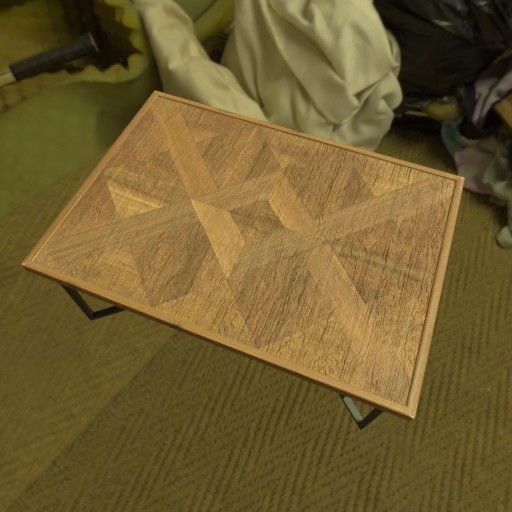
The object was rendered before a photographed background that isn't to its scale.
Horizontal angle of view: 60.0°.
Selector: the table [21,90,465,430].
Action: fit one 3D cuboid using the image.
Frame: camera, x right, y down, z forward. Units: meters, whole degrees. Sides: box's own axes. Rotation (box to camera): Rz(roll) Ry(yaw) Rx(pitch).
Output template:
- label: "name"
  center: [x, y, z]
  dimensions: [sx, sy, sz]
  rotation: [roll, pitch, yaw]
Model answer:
- label: "table"
  center: [0.000, 0.000, 1.684]
  dimensions: [1.238, 0.492, 0.877]
  rotation: [19, 61, 11]
